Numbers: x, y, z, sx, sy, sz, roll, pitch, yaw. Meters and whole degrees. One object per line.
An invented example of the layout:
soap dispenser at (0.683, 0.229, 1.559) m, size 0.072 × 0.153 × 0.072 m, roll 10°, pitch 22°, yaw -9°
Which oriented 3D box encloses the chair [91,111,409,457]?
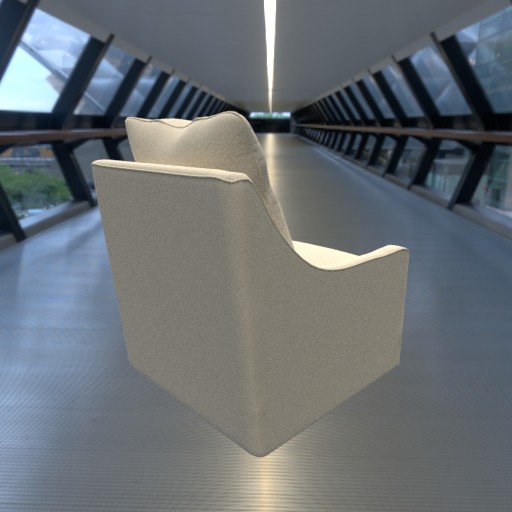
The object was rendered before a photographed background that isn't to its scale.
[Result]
chair at (0.000, 0.000, 1.613) m, size 0.876 × 0.965 × 0.756 m, roll -14°, pitch 21°, yaw -42°
